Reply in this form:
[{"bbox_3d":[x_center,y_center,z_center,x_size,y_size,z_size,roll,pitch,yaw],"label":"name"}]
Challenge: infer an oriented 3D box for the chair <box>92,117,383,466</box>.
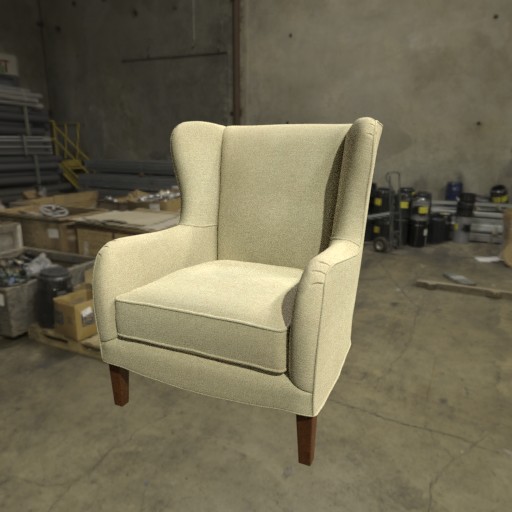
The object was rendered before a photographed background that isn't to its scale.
[{"bbox_3d":[0.000,0.000,1.740,0.838,1.040,0.966,7,16,24],"label":"chair"}]
